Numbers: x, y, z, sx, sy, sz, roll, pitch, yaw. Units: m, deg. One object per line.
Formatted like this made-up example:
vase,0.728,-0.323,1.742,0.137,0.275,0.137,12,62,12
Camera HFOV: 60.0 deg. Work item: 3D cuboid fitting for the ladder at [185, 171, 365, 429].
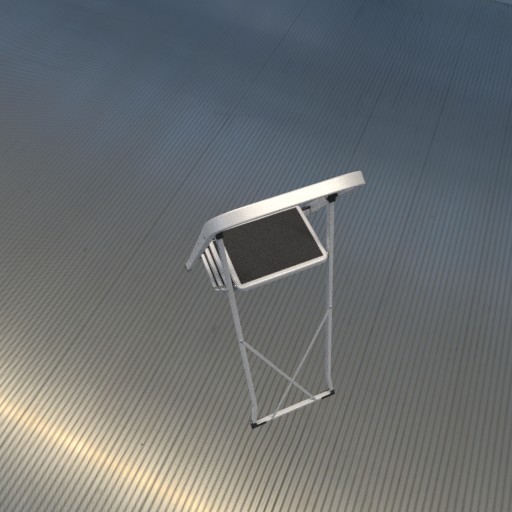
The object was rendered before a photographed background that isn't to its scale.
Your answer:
ladder,0.000,0.000,1.669,0.460,1.265,0.914,-19,60,-12
